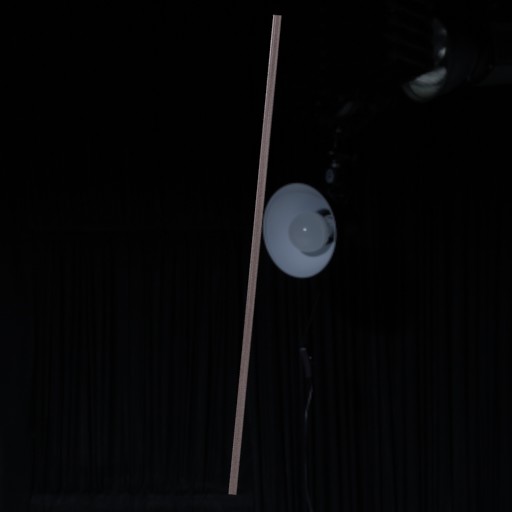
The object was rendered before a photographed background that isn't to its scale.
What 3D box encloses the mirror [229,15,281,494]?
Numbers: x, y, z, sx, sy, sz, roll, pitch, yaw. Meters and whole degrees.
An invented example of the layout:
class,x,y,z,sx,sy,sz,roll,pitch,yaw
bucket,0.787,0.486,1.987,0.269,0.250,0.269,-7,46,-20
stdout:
class,x,y,z,sx,sy,sz,roll,pitch,yaw
mirror,0.000,0.000,2.272,0.221,2.020,0.812,0,2,1
